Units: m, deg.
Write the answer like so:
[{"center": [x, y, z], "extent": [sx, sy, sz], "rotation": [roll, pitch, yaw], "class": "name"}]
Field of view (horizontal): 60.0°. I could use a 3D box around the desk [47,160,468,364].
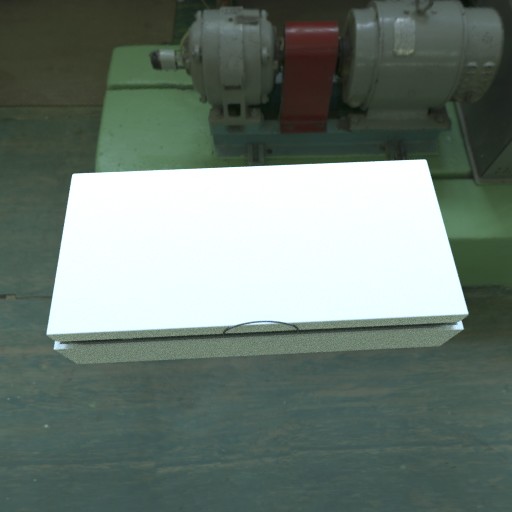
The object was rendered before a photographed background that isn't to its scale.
[{"center": [0.000, 0.000, 2.283], "extent": [1.900, 0.526, 0.900], "rotation": [-3, 64, -1], "class": "desk"}]
